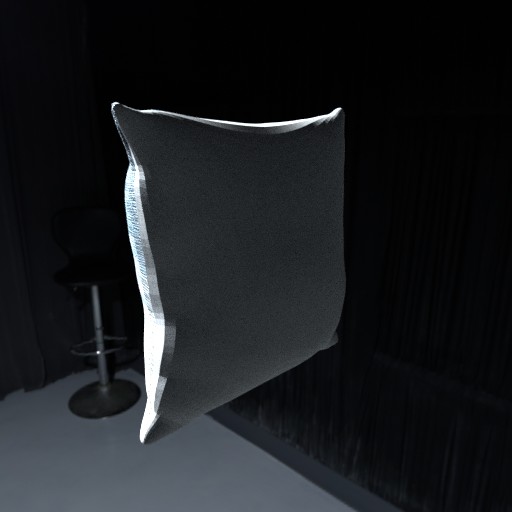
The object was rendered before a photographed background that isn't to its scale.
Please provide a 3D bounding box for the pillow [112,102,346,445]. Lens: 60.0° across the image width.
[{"bbox_3d":[0.000,0.000,0.677,0.182,0.441,0.440,15,22,42],"label":"pillow"}]
